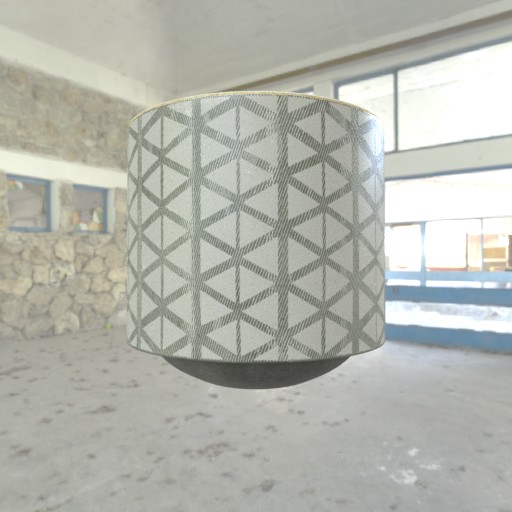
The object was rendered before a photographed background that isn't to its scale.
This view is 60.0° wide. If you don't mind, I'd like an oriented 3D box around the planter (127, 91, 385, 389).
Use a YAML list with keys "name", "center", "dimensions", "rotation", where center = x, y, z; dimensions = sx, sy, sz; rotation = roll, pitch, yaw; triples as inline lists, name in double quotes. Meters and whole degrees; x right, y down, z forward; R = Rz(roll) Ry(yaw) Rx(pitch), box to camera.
- name: "planter"
  center: [0.000, 0.000, 0.448]
  dimensions: [0.250, 0.239, 0.250]
  rotation: [0, -1, 0]
